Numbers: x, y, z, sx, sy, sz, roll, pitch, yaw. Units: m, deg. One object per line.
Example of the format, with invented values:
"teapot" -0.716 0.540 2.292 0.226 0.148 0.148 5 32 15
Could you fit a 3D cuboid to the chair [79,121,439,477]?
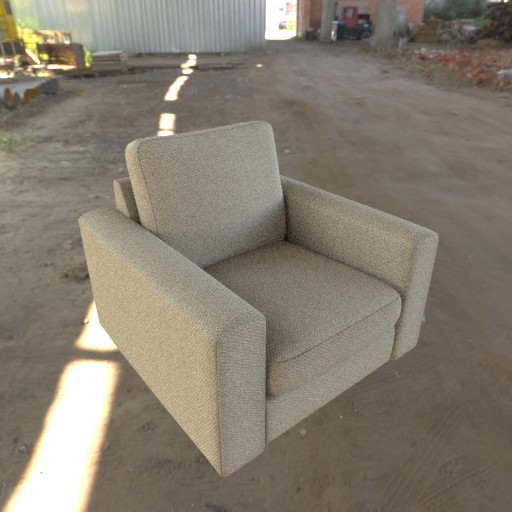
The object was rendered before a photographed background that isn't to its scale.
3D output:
"chair" 0.000 0.000 1.731 1.005 0.873 1.016 -20 34 -33
